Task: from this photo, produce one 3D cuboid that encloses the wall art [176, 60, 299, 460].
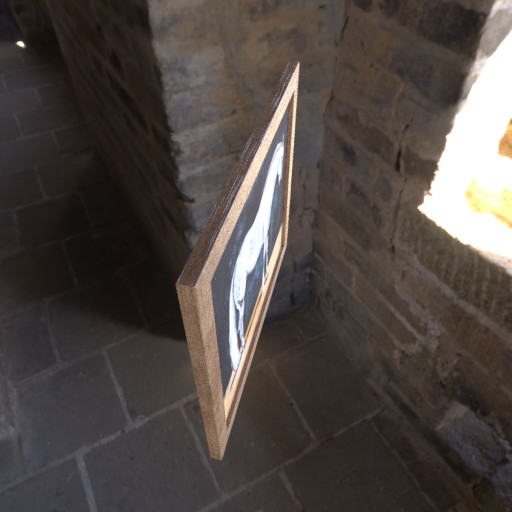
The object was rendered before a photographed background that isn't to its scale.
[{"bbox_3d":[0.000,0.000,0.989,0.026,0.588,0.690,11,47,10],"label":"wall art"}]
